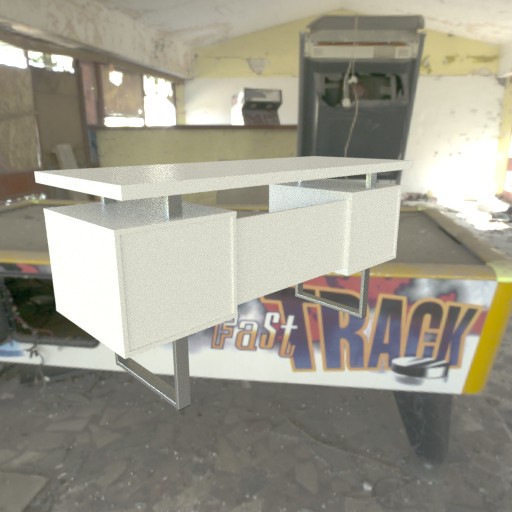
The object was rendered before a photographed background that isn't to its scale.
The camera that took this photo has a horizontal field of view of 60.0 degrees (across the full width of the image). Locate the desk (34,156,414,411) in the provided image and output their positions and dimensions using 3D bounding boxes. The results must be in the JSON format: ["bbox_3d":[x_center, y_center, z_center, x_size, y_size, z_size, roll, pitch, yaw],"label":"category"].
[{"bbox_3d":[0.000,0.000,1.919,1.530,0.773,0.603,-15,21,-42],"label":"desk"}]
